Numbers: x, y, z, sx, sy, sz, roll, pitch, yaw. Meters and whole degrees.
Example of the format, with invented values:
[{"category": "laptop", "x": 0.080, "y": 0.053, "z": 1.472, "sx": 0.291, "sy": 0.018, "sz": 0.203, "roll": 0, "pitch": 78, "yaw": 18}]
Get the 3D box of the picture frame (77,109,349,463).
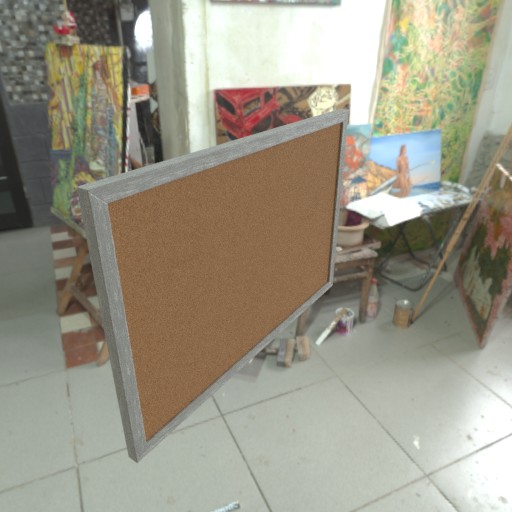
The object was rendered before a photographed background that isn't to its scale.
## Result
[{"category": "picture frame", "x": 0.000, "y": 0.000, "z": 1.198, "sx": 0.029, "sy": 0.640, "sz": 0.950, "roll": 18, "pitch": 32, "yaw": 31}]
